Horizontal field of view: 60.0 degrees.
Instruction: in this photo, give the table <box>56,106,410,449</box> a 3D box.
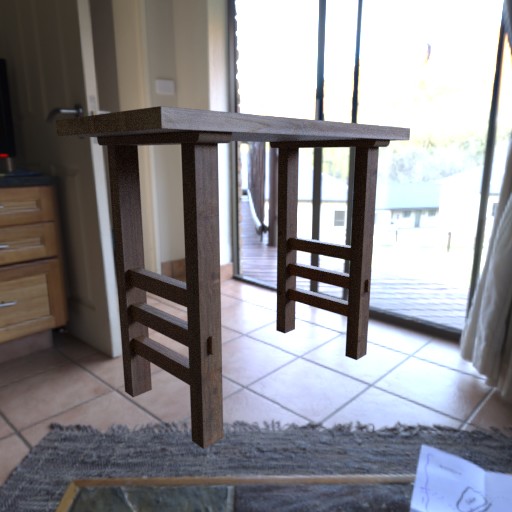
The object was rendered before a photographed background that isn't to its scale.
[{"bbox_3d":[0.000,0.000,1.605,1.119,0.914,0.556,-13,18,-44],"label":"table"}]
